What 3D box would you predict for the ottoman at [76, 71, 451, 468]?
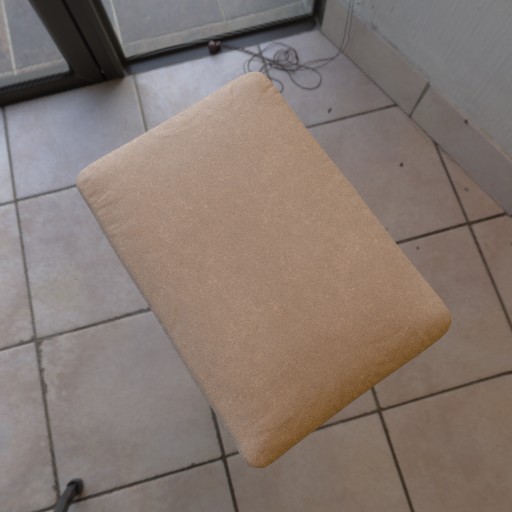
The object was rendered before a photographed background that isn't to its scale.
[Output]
[{"bbox_3d":[0.000,0.000,1.636,0.840,0.429,1.199,-33,78,-8],"label":"ottoman"}]
